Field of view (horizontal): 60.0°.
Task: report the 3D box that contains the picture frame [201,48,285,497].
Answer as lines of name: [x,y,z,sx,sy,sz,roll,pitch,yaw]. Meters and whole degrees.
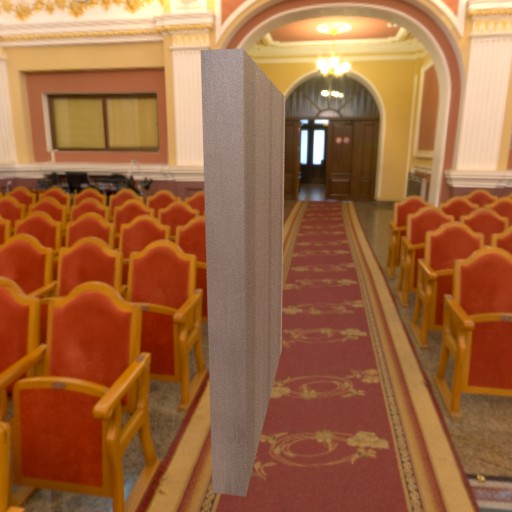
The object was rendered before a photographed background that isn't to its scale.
picture frame: [0.000,0.000,0.748,0.046,0.555,0.449,2,14,9]
